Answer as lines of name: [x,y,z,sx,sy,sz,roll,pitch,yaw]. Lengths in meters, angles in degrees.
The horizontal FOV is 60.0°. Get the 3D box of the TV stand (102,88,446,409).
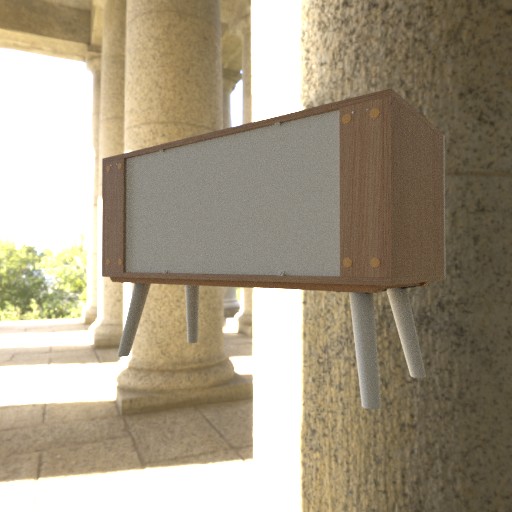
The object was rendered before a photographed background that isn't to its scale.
TV stand: [0.000,0.000,1.347,0.991,0.660,0.407,-1,-1,37]
